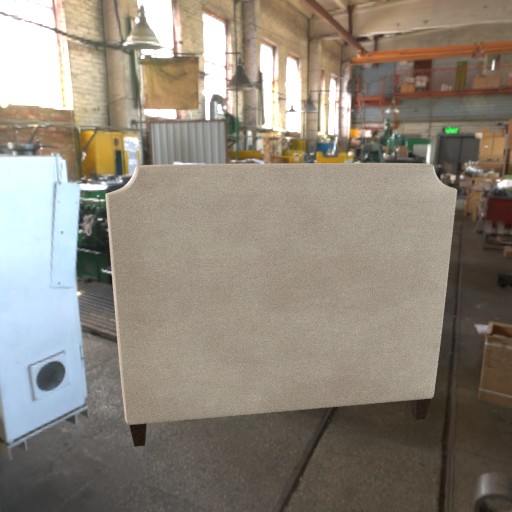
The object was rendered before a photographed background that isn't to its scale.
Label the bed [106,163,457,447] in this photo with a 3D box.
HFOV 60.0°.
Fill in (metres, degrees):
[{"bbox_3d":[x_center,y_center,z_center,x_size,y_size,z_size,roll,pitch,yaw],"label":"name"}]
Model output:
[{"bbox_3d":[0.000,0.000,3.343,1.712,1.443,2.372,-2,14,-8],"label":"bed"}]
